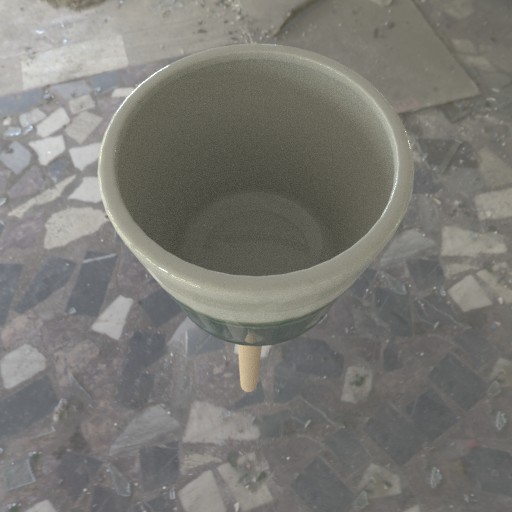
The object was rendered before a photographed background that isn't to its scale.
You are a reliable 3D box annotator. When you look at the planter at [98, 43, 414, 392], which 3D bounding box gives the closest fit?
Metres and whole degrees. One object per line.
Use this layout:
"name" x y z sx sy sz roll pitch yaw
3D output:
"planter" 0.000 0.000 0.451 0.217 0.331 0.217 16 64 8
